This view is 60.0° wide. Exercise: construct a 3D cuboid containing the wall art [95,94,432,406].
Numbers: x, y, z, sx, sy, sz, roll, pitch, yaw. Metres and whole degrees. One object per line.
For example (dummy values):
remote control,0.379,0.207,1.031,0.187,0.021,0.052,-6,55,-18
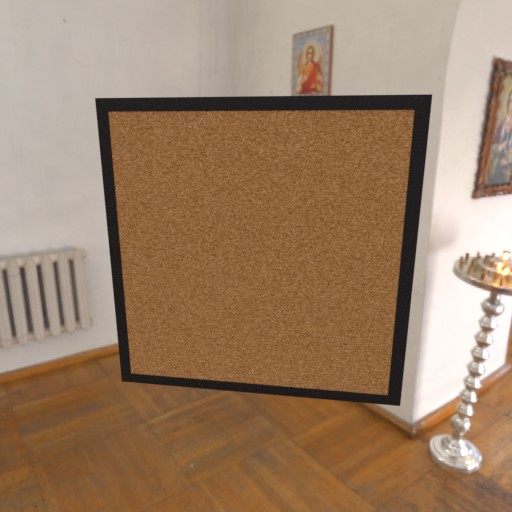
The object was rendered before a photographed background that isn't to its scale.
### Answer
wall art,0.000,0.000,0.745,0.506,0.503,0.036,2,16,8
